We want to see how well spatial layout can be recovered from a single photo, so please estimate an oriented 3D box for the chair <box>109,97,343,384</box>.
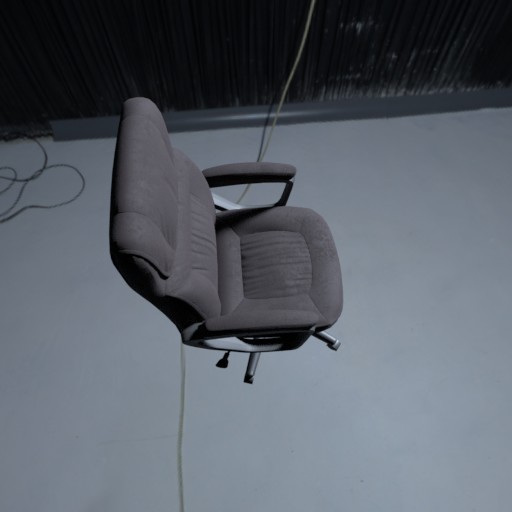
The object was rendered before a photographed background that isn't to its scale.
[{"bbox_3d":[0.000,0.000,1.566,0.724,1.105,0.667,-4,62,-2],"label":"chair"}]
